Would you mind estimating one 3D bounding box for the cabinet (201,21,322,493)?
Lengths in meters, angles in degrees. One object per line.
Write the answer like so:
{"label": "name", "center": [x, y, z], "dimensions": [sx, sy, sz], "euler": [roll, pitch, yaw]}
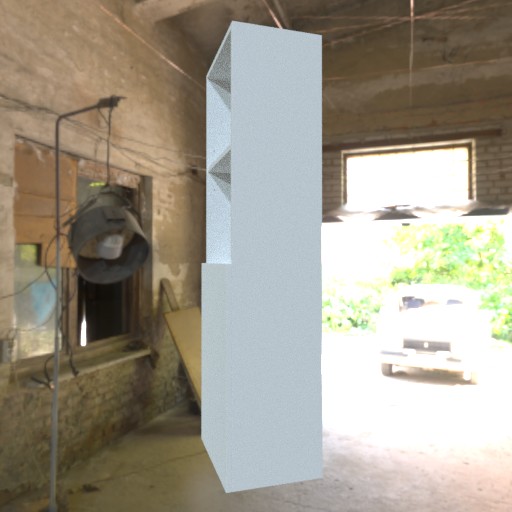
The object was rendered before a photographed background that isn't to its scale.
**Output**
{"label": "cabinet", "center": [0.000, 0.000, 1.499], "dimensions": [0.300, 1.350, 0.400], "euler": [0, -1, -17]}
